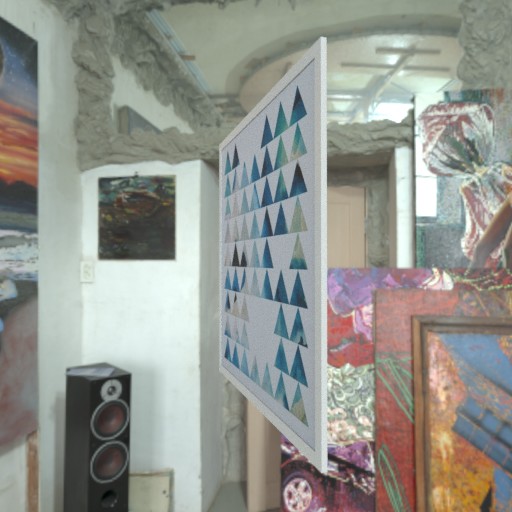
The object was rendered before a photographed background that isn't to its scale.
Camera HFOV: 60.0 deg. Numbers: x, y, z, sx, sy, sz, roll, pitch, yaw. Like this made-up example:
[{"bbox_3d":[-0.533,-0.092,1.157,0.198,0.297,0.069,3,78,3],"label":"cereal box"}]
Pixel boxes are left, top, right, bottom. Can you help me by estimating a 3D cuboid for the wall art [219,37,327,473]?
[{"bbox_3d":[0.000,0.000,0.681,0.007,0.456,0.456,0,-1,-18],"label":"wall art"}]
